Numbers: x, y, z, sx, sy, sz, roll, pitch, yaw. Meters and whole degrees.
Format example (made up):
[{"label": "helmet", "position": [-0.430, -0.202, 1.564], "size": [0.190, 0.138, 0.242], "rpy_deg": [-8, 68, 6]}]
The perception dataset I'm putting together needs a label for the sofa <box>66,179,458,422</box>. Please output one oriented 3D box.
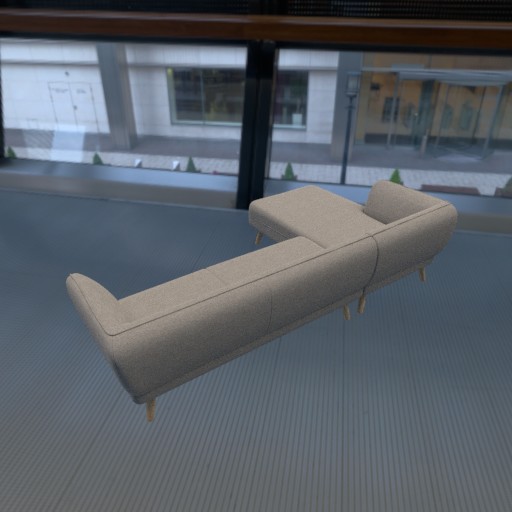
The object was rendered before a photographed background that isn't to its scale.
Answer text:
[{"label": "sofa", "position": [0.000, 0.000, 3.293], "size": [2.653, 0.693, 1.532], "rpy_deg": [-20, 35, -30]}]
